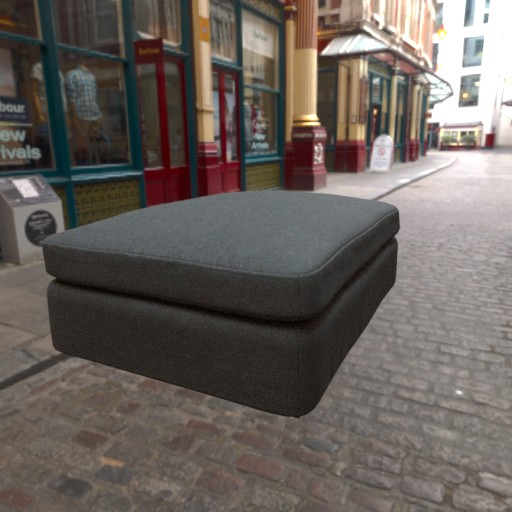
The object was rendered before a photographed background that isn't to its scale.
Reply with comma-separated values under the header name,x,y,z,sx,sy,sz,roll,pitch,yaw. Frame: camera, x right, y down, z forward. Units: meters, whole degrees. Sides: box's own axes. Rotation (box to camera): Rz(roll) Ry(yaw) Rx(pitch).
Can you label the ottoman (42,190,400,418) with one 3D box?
name,x,y,z,sx,sy,sz,roll,pitch,yaw
ottoman,0.000,0.000,1.618,0.840,0.429,1.199,7,16,26
